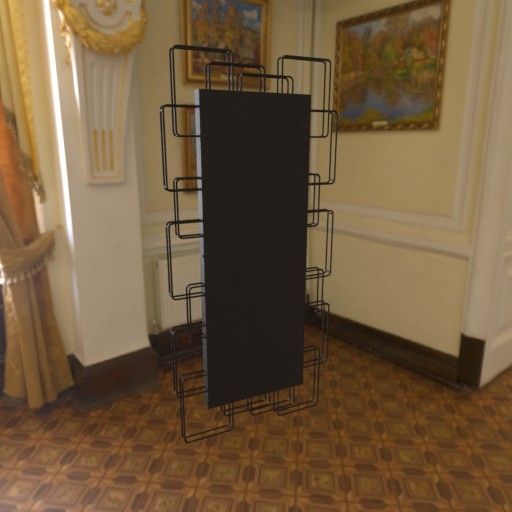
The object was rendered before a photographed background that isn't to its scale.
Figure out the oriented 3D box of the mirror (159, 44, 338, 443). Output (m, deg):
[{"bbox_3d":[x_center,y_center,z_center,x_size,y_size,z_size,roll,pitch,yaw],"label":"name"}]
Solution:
[{"bbox_3d":[0.000,0.000,1.409,0.565,1.192,0.037,-7,16,-25],"label":"mirror"}]
